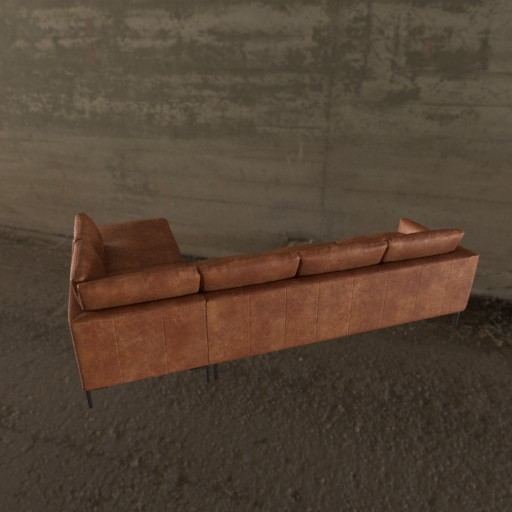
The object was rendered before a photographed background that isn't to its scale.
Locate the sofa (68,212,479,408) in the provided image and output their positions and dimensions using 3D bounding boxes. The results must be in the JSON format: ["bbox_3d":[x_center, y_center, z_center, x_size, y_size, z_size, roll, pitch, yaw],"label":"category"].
[{"bbox_3d":[0.000,0.000,3.875,2.984,0.877,1.938,-8,27,-17],"label":"sofa"}]
